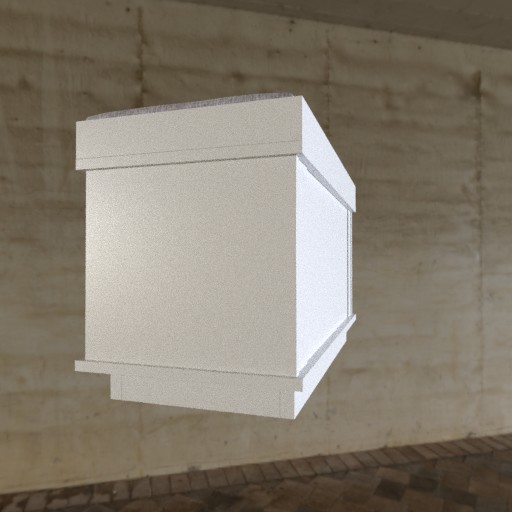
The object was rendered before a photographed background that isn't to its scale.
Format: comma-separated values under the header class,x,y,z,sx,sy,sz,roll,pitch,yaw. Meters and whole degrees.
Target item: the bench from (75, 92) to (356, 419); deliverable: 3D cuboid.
class,x,y,z,sx,sy,sz,roll,pitch,yaw
bench,0.000,0.000,0.971,0.362,0.461,0.734,0,-1,18
